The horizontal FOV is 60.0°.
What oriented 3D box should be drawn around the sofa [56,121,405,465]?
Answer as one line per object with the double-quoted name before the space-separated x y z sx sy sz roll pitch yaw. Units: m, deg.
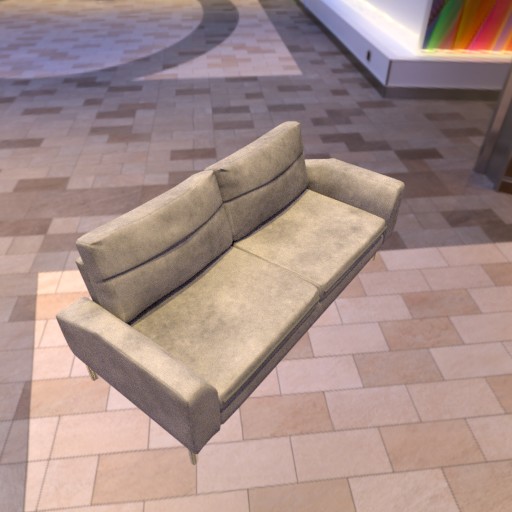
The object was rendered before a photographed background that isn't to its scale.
"sofa" 0.000 0.000 2.347 0.849 0.859 1.837 26 46 28
